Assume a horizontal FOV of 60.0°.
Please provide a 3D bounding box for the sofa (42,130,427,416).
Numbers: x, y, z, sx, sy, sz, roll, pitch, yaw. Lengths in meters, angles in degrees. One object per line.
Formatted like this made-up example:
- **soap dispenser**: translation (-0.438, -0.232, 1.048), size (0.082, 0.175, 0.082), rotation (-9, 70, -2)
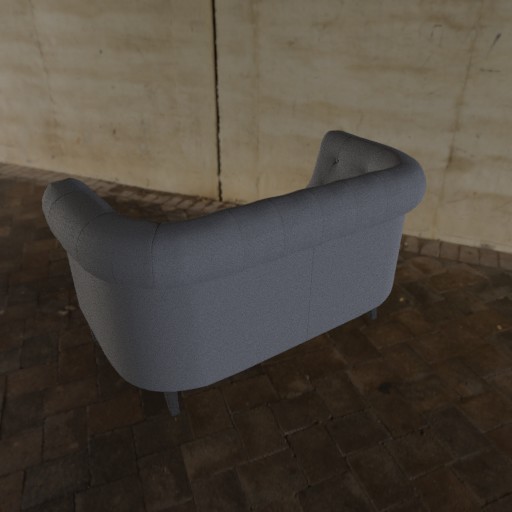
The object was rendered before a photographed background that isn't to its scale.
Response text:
- **sofa**: translation (0.000, 0.000, 1.977), size (1.558, 0.827, 0.835), rotation (-18, 34, -29)
